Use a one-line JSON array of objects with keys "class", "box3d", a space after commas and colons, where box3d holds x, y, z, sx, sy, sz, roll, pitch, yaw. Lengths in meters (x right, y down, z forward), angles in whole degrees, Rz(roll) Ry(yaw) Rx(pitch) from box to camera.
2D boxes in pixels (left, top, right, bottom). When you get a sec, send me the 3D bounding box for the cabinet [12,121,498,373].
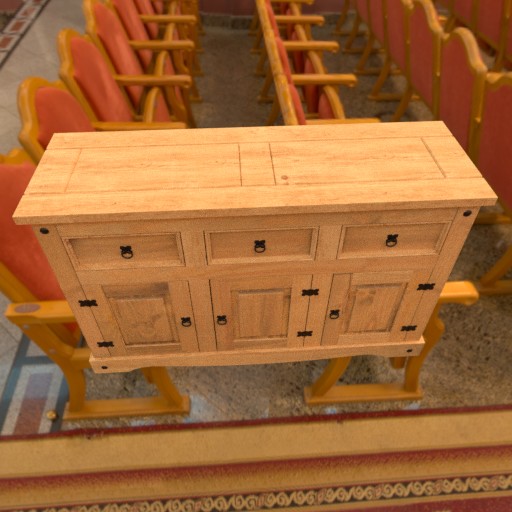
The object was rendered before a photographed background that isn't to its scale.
[{"class": "cabinet", "box3d": [0.000, 0.000, 1.642, 1.321, 0.810, 0.432, -3, 45, -3]}]
